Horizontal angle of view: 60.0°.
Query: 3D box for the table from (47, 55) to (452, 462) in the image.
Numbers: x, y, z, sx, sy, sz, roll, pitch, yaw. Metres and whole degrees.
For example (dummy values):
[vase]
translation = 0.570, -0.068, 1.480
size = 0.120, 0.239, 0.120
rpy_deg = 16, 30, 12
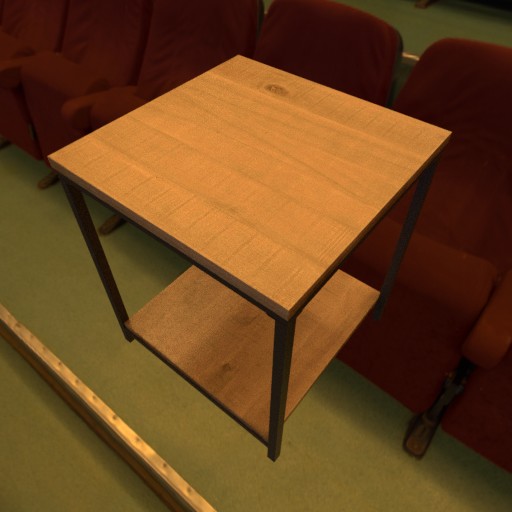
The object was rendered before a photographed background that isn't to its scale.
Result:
[table]
translation = 0.000, 0.000, 0.997
size = 0.507, 0.589, 0.503
rpy_deg = 31, 55, 25
